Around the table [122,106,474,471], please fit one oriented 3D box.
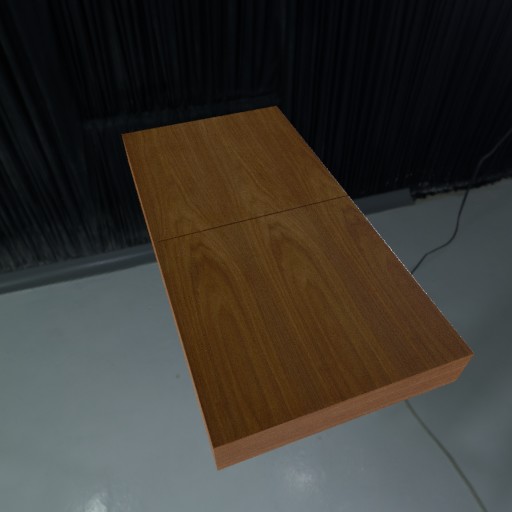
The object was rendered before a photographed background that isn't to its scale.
[{"bbox_3d":[0.000,0.000,1.429,0.610,0.330,1.194,-15,48,-14],"label":"table"}]
